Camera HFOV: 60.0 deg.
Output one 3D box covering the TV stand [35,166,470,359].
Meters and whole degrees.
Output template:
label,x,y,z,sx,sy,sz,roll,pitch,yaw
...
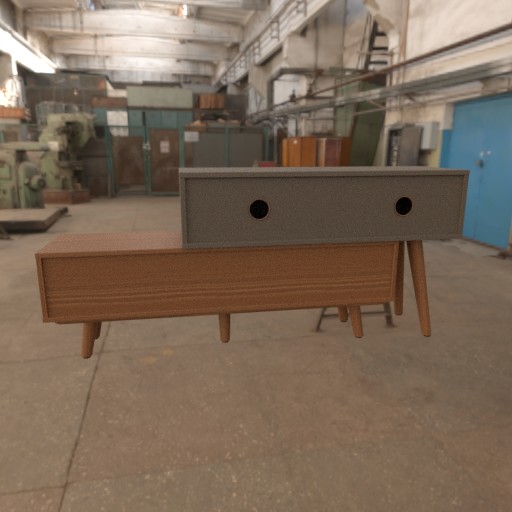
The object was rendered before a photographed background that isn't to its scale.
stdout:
label,x,y,z,sx,sy,sz,roll,pitch,yaw
TV stand,0.000,0.000,1.536,1.336,0.591,0.329,-2,14,-10
